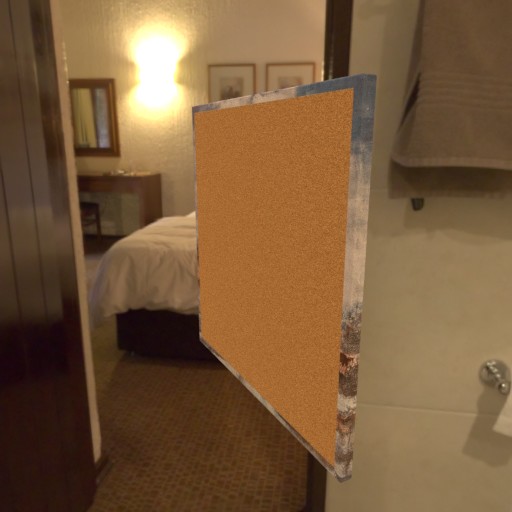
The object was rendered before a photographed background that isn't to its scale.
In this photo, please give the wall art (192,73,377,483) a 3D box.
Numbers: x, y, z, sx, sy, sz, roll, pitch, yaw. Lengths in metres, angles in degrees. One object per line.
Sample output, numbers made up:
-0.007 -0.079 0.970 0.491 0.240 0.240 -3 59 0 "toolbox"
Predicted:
0.000 0.000 1.311 0.035 0.897 0.888 -8 16 -28 "wall art"
